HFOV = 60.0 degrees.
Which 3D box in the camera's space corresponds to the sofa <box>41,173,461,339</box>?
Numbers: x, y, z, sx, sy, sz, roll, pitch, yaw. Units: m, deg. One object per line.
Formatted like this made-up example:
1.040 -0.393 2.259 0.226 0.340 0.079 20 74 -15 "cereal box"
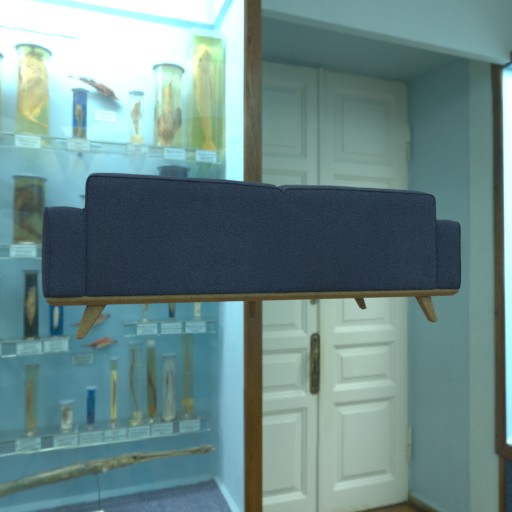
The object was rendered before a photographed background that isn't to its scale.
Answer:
0.000 0.000 2.691 2.270 0.782 0.953 0 -1 -17 "sofa"
